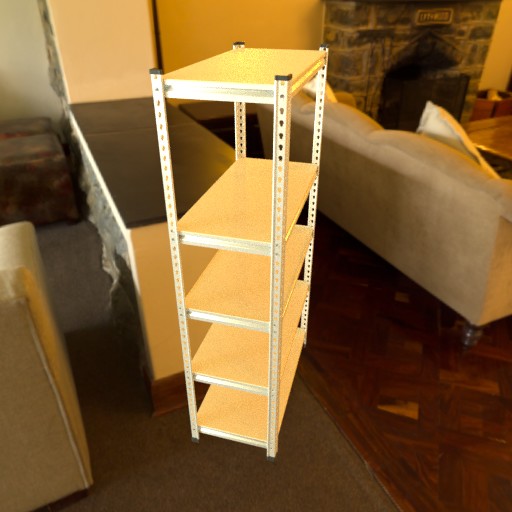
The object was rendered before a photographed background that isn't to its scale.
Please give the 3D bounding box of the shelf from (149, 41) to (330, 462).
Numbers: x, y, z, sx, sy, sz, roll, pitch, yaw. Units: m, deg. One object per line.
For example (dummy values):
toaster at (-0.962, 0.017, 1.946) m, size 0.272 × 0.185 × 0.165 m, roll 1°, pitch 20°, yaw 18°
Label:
shelf at (0.000, 0.000, 2.196) m, size 0.457 × 1.829 × 0.914 m, roll 8°, pitch 32°, yaw 13°
